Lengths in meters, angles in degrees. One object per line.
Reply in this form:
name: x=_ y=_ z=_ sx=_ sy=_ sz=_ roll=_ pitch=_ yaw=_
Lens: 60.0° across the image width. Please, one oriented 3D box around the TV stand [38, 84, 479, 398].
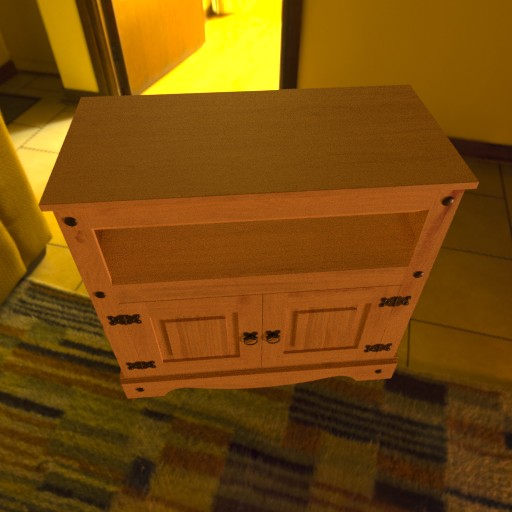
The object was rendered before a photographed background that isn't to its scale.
TV stand: x=0.000 y=0.000 z=1.280 sx=0.851 sy=0.787 sz=0.430 roll=-3 pitch=46 yaw=-3
